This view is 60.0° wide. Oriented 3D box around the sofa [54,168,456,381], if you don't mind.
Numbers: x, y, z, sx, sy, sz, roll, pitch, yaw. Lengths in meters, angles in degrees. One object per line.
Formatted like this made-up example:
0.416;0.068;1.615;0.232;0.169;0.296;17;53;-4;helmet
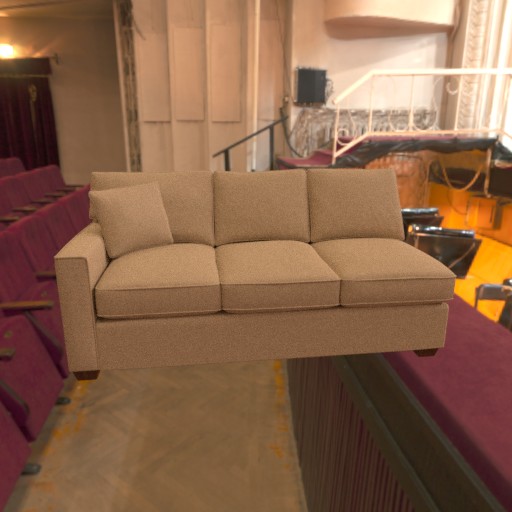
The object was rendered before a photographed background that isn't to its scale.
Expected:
0.000;0.000;2.600;1.962;0.946;1.034;-2;16;-7;sofa
